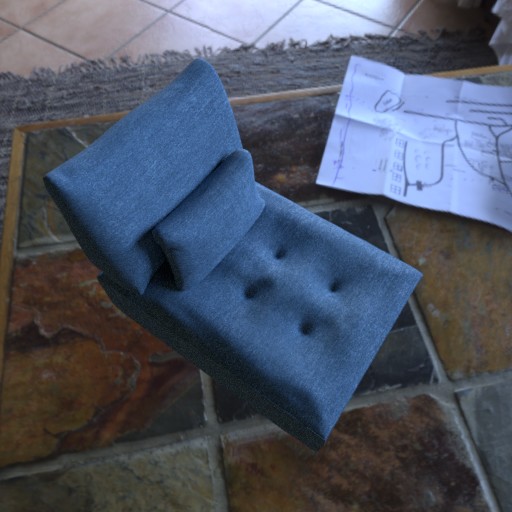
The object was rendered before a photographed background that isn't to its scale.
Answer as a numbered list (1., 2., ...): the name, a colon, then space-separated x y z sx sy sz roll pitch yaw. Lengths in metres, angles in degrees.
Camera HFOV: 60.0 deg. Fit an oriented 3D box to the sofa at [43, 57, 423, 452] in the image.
1. sofa: 0.000 0.000 1.507 1.000 0.820 0.700 31 64 17
